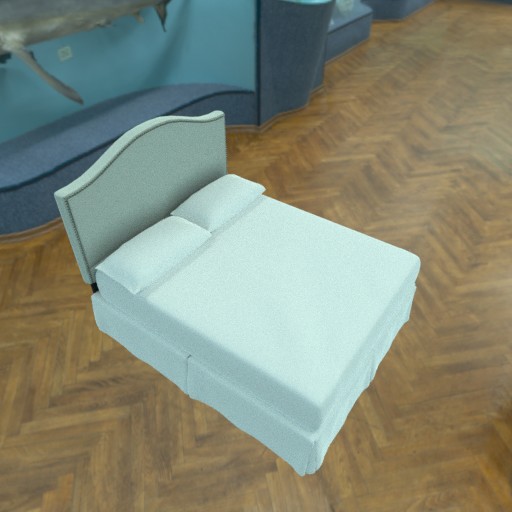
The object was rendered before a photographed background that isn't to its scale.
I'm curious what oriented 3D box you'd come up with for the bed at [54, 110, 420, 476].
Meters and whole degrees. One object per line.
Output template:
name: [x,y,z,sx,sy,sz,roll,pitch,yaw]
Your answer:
bed: [0.000,0.000,3.416,2.180,1.607,1.813,25,47,26]
